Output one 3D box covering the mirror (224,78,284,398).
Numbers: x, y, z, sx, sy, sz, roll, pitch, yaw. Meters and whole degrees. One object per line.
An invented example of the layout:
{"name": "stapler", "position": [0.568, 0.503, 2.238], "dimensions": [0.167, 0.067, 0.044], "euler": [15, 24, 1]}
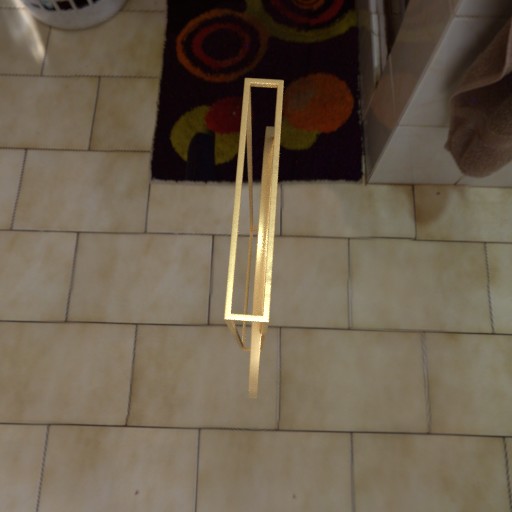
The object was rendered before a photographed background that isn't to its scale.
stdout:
{"name": "mirror", "position": [0.000, 0.000, 0.827], "dimensions": [0.051, 0.603, 0.508], "euler": [4, 75, 1]}
